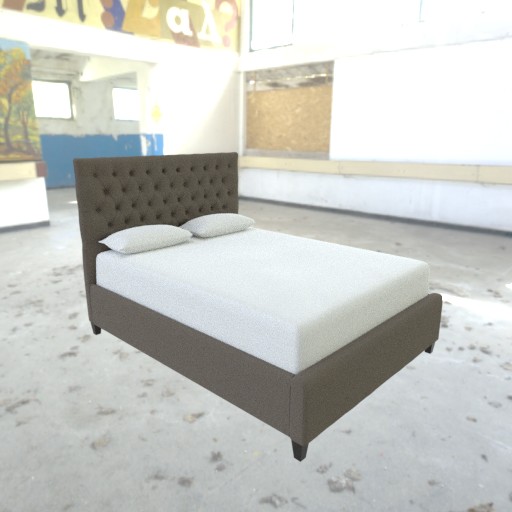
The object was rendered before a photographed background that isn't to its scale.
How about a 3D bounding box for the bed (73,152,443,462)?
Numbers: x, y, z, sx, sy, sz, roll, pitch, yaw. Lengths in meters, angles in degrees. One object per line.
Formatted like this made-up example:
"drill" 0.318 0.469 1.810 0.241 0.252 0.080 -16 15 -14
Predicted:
"bed" 0.000 0.000 3.339 2.233 1.426 1.696 14 21 42
